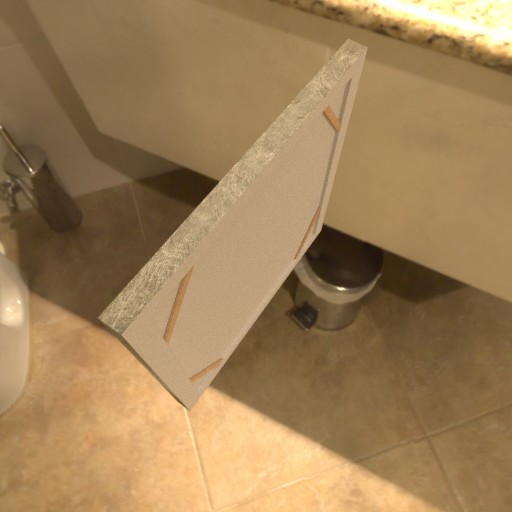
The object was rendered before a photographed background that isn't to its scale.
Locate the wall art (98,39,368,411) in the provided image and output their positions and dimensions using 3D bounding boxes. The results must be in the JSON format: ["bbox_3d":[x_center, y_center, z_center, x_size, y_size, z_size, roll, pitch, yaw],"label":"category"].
[{"bbox_3d":[0.000,0.000,0.910,0.038,0.610,0.610,32,67,15],"label":"wall art"}]
